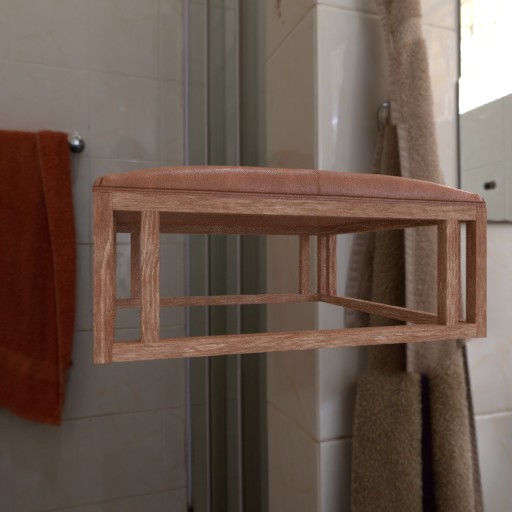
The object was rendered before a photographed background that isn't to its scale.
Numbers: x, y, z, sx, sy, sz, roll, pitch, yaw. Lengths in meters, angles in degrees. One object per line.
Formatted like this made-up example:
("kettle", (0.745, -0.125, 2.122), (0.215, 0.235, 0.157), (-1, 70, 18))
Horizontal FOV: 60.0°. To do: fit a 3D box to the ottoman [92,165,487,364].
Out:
("ottoman", (0.000, 0.000, 1.540), (1.013, 0.442, 1.016), (0, 0, -17))
